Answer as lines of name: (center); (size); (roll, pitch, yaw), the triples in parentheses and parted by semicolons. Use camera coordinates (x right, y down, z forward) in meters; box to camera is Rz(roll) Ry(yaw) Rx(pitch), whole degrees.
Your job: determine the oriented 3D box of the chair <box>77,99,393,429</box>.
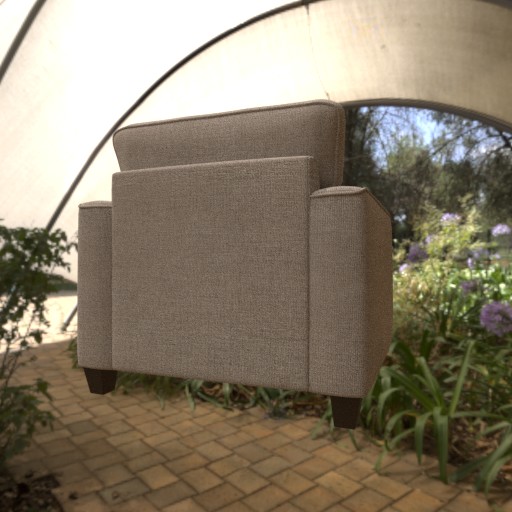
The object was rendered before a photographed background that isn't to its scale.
chair: (0.000, 0.000, 1.787); (1.015, 0.965, 0.939); (0, 0, 21)
